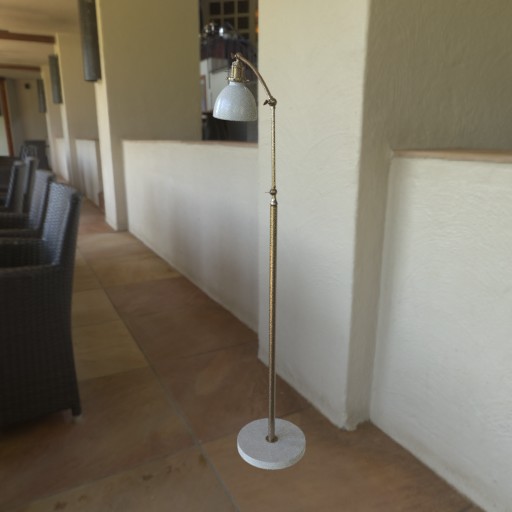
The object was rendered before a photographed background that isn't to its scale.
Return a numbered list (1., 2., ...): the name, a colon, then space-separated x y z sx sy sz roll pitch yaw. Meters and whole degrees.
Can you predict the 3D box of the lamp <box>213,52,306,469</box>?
1. lamp: 0.000 0.000 1.812 0.288 1.586 0.599 -7 16 -24
